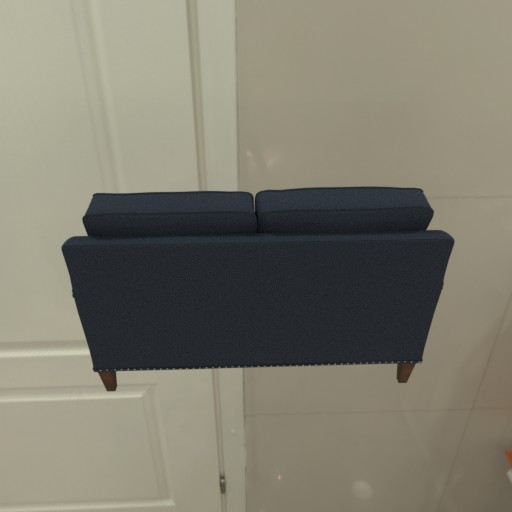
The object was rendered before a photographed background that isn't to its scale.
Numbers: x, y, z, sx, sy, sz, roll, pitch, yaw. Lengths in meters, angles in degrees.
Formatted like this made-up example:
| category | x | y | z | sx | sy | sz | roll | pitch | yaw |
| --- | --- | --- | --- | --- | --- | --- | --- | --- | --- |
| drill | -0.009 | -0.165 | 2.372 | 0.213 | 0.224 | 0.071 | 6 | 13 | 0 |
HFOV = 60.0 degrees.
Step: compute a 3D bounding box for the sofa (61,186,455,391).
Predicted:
| category | x | y | z | sx | sy | sz | roll | pitch | yaw |
| --- | --- | --- | --- | --- | --- | --- | --- | --- | --- |
| sofa | 0.000 | 0.000 | 2.310 | 1.597 | 1.003 | 1.084 | -1 | 29 | -2 |
